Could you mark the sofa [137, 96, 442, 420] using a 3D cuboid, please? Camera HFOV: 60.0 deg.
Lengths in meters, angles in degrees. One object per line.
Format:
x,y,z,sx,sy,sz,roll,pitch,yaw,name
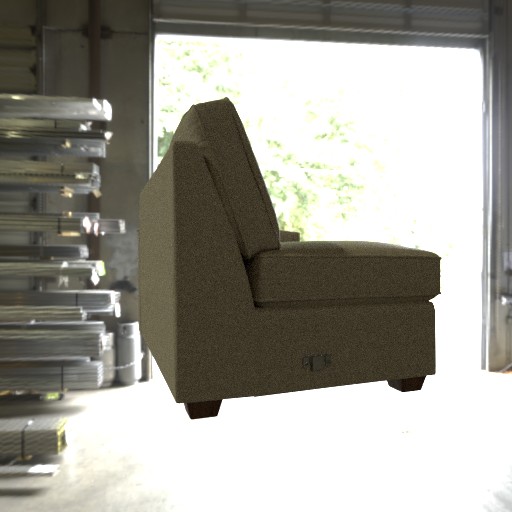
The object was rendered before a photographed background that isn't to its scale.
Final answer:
0.000,0.000,2.079,0.991,0.989,1.388,0,0,-19,sofa
